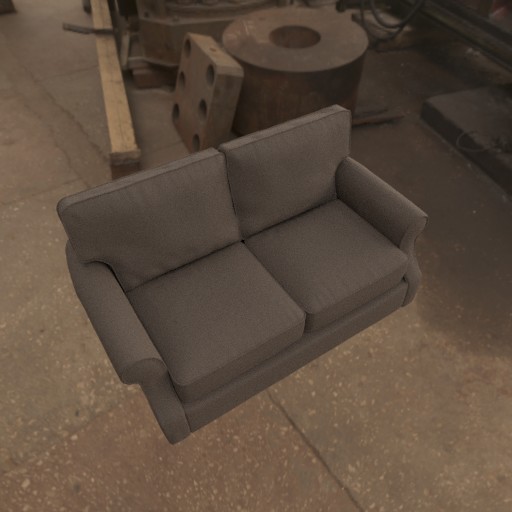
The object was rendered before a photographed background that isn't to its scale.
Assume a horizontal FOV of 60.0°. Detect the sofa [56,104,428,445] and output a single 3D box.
[{"bbox_3d":[0.000,0.000,2.222,1.665,0.937,0.964,-25,51,-22],"label":"sofa"}]
